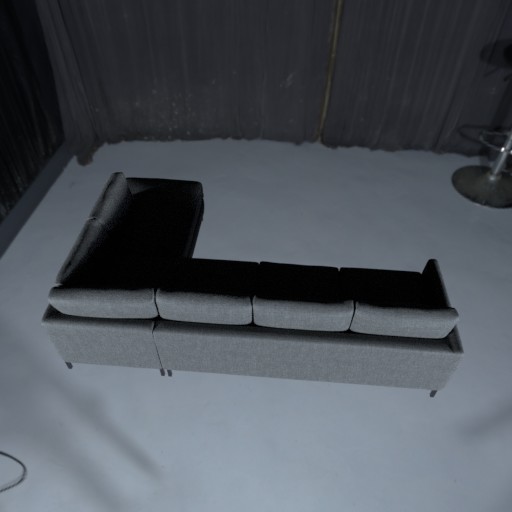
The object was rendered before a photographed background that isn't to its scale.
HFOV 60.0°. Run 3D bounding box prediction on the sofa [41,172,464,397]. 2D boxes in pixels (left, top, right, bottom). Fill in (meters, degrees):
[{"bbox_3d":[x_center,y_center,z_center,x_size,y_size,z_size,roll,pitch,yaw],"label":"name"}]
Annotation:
[{"bbox_3d":[0.000,0.000,3.836,2.972,0.858,1.984,3,45,3],"label":"sofa"}]
